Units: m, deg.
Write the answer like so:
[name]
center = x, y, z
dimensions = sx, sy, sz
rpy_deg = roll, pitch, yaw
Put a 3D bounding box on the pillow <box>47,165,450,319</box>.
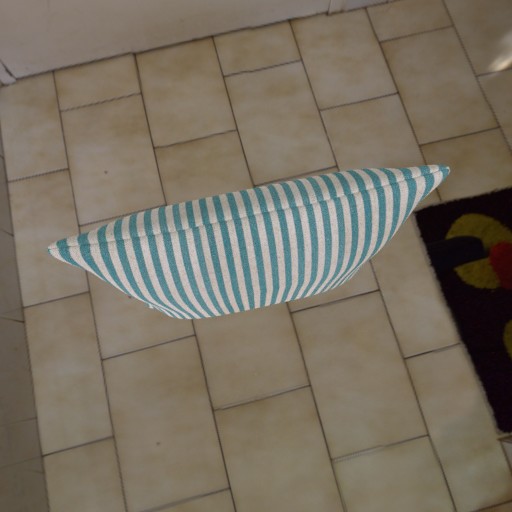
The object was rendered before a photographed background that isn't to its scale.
[pillow]
center = 0.000, 0.000, 0.797
dimensions = 0.523, 0.510, 0.166
rpy_deg = -12, 75, -3
